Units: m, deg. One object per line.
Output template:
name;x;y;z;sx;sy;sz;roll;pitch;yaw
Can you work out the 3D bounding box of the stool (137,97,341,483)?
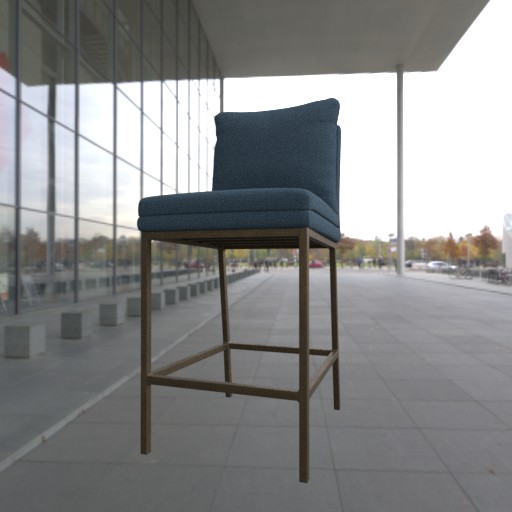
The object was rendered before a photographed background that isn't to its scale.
stool;0.000;0.000;1.334;0.463;1.032;0.568;0;-1;20
